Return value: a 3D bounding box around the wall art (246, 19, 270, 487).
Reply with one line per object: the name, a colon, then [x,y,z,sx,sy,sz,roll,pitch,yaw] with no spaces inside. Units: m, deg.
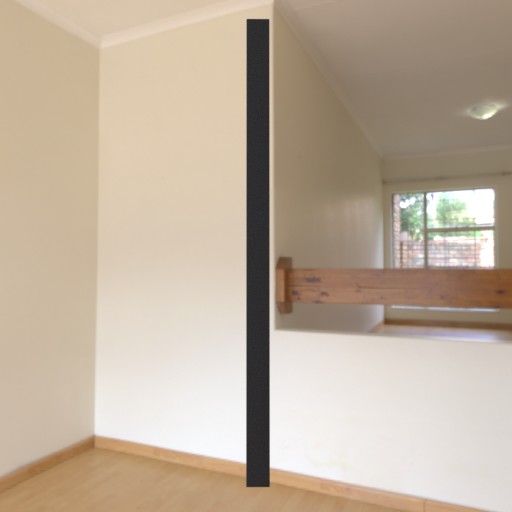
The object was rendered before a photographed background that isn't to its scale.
wall art: [0.000,0.000,0.441,0.015,0.304,0.306,0,-2,0]
